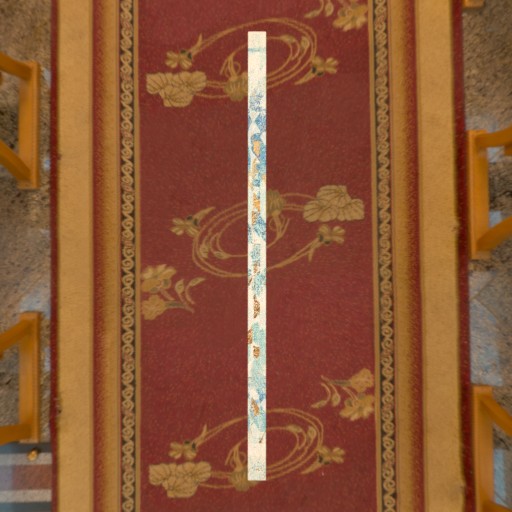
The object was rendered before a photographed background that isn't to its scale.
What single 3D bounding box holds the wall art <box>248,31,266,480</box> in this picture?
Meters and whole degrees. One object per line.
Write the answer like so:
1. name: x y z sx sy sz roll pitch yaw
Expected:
1. wall art: 0.000 0.000 1.361 0.040 0.916 0.916 0 90 0
